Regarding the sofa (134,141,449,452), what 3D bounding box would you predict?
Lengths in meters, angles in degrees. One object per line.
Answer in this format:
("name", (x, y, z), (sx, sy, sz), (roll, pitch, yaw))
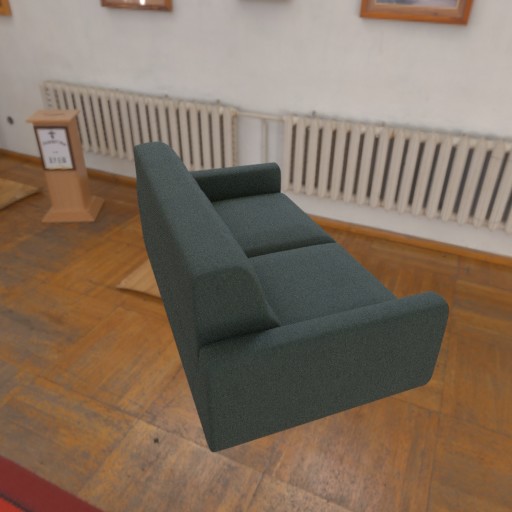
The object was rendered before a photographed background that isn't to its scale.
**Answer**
("sofa", (0.000, 0.000, 2.143), (0.909, 0.841, 1.631), (-11, 32, -17))
